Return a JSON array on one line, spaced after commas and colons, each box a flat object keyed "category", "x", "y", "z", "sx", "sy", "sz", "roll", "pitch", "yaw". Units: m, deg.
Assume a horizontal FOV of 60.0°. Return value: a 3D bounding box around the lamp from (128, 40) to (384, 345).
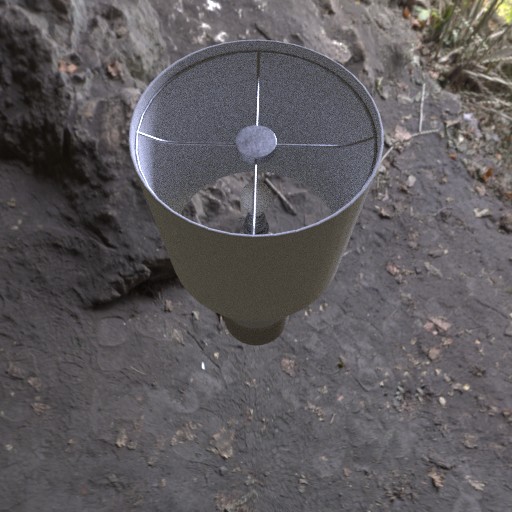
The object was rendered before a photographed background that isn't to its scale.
[{"category": "lamp", "x": 0.000, "y": 0.000, "z": 0.591, "sx": 0.212, "sy": 0.493, "sz": 0.212, "roll": 1, "pitch": 64, "yaw": 1}]
